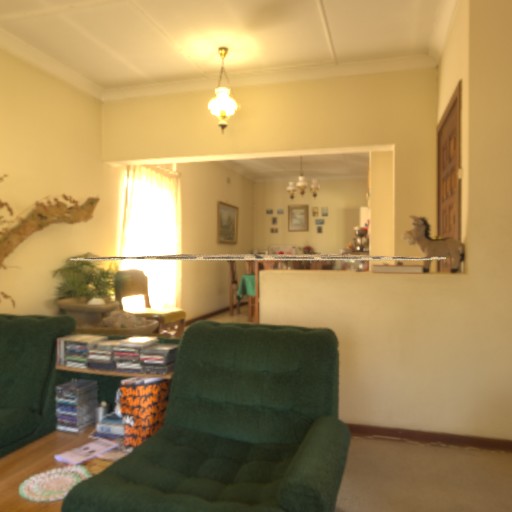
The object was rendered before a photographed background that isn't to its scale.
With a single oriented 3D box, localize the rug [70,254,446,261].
[{"bbox_3d":[0.000,0.000,2.102,1.072,0.013,1.698,0,0,-1],"label":"rug"}]
